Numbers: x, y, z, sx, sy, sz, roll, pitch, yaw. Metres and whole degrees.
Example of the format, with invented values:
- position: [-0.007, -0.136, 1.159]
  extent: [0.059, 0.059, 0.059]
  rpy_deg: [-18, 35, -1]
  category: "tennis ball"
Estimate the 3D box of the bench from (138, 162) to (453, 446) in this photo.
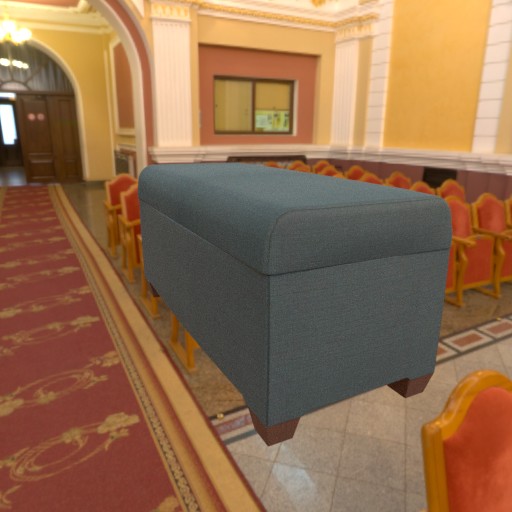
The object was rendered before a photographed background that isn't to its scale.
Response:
- position: [0.000, 0.000, 1.279]
  extent: [0.476, 0.474, 0.995]
  rpy_deg: [-8, 18, -26]
  category: "bench"
